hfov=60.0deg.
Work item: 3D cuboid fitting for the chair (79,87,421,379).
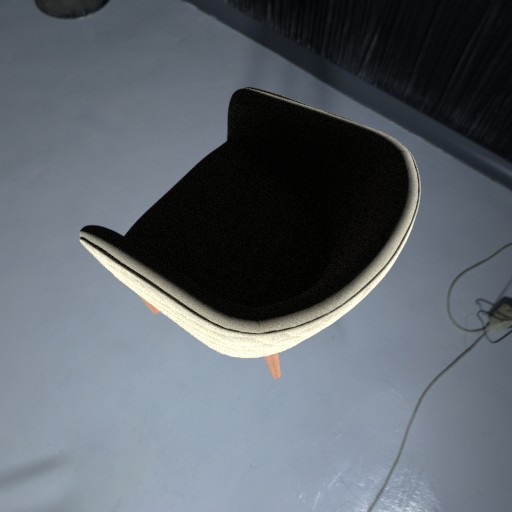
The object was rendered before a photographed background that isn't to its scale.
[{"bbox_3d":[0.000,0.000,1.195,0.616,0.775,0.584,36,70,16],"label":"chair"}]
